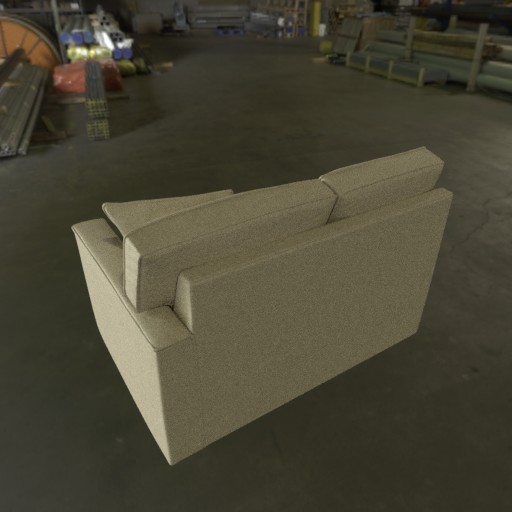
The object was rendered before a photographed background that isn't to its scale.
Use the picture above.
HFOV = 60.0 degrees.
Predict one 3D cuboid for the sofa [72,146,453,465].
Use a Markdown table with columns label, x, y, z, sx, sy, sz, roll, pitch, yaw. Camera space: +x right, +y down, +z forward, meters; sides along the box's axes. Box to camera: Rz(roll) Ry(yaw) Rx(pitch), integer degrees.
| label | x | y | z | sx | sy | sz | roll | pitch | yaw |
| --- | --- | --- | --- | --- | --- | --- | --- | --- | --- |
| sofa | 0.000 | 0.000 | 2.062 | 1.388 | 0.989 | 0.991 | -19 | 36 | -28 |
